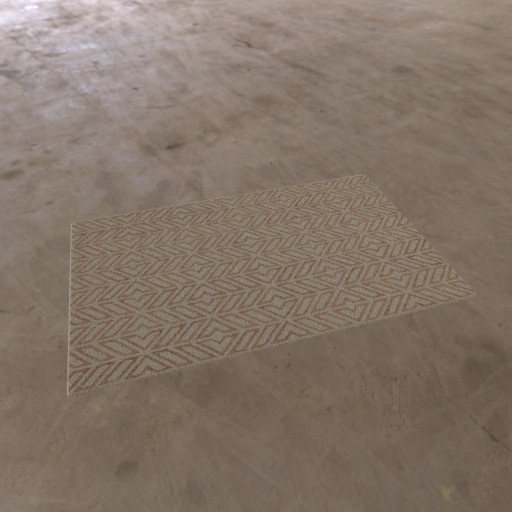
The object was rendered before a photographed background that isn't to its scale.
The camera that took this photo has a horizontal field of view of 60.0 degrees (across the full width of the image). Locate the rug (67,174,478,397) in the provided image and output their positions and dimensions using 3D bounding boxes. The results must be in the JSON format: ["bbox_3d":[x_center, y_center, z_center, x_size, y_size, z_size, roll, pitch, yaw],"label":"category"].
[{"bbox_3d":[0.000,0.000,3.038,2.438,0.008,1.523,-11,43,-12],"label":"rug"}]
